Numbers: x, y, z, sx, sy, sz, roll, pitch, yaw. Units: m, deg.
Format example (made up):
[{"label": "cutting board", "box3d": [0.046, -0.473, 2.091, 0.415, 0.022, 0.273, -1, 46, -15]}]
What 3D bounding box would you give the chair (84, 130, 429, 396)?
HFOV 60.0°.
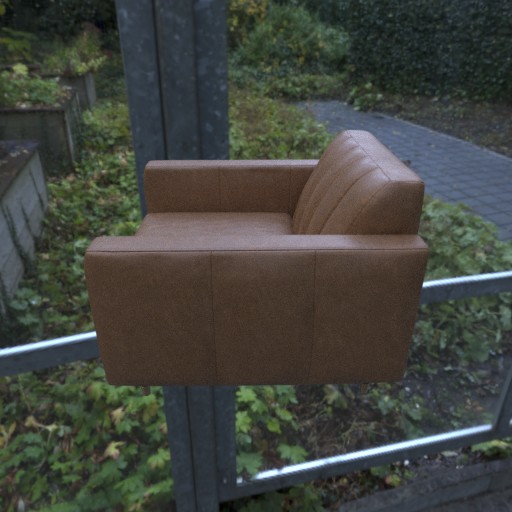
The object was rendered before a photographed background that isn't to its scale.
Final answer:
[{"label": "chair", "box3d": [0.000, 0.000, 1.711, 0.998, 0.819, 0.953, 0, 28, -1]}]
